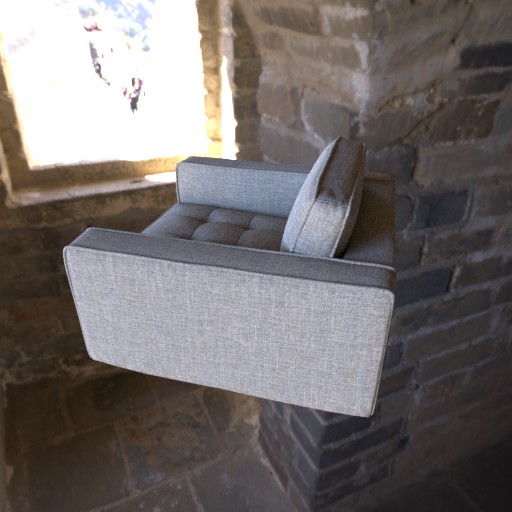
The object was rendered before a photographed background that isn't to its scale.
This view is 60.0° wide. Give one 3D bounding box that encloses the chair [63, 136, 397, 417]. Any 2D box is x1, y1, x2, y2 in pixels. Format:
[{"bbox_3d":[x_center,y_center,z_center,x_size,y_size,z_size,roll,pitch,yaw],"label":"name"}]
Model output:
[{"bbox_3d":[0.000,0.000,1.580,0.914,0.765,0.889,8,30,13],"label":"chair"}]
